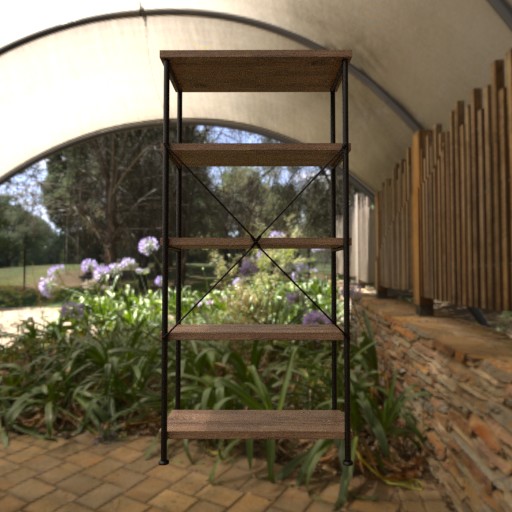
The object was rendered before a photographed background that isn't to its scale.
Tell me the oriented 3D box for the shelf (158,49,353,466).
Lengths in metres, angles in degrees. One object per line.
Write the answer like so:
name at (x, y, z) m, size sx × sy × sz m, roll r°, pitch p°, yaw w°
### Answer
shelf at (0.000, 0.000, 1.989) m, size 0.800 × 1.700 × 0.360 m, roll 0°, pitch -2°, yaw 0°
